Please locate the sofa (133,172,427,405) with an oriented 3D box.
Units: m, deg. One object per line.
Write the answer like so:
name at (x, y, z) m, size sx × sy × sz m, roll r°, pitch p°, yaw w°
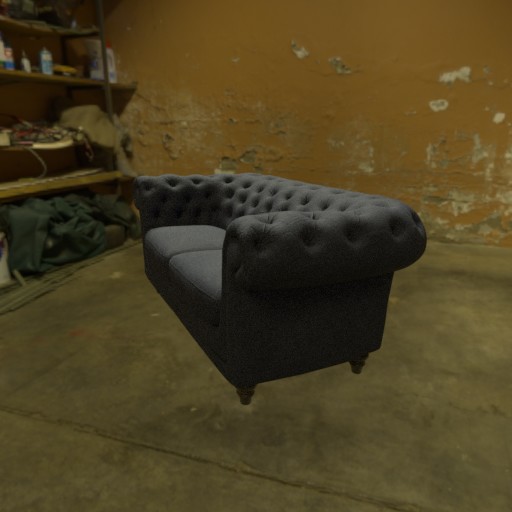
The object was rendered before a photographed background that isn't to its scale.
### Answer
sofa at (0.000, 0.000, 2.602) m, size 1.082 × 0.833 × 1.988 m, roll -7°, pitch 17°, yaw -25°
